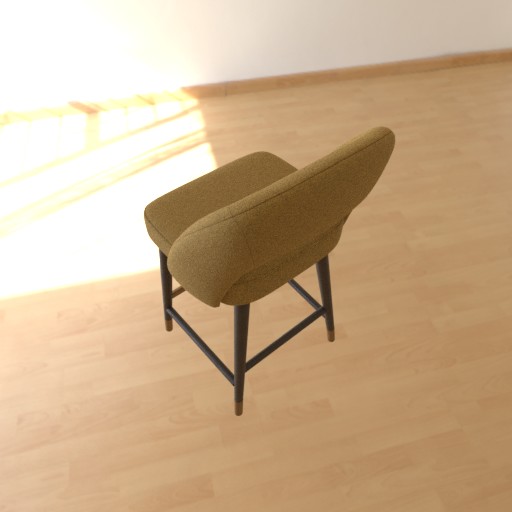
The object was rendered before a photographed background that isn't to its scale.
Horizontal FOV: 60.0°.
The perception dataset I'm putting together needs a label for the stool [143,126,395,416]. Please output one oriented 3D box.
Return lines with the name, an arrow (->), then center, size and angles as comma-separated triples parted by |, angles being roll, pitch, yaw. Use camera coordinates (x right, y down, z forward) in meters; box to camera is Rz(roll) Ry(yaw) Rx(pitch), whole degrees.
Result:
stool -> 0.000, 0.000, 1.296 | 0.536, 0.939, 0.522 | -31, 55, -25
